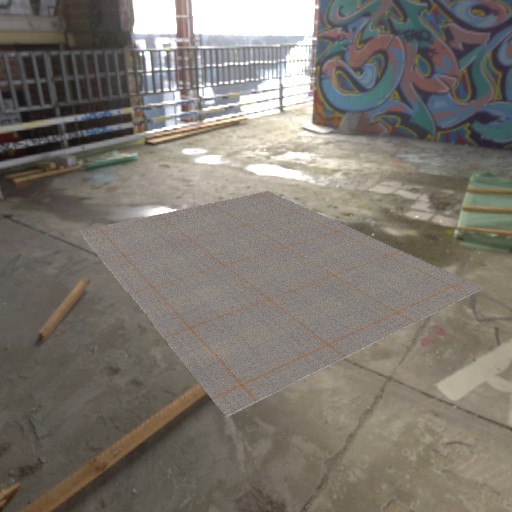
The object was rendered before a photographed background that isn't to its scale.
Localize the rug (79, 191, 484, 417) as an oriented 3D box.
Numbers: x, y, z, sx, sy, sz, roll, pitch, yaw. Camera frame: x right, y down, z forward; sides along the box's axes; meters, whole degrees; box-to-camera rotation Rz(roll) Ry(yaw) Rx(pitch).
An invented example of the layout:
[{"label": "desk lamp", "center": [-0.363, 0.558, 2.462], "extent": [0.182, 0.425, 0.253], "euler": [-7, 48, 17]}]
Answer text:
[{"label": "rug", "center": [0.000, 0.000, 4.137], "extent": [2.448, 0.021, 3.051], "euler": [-17, 31, -30]}]
